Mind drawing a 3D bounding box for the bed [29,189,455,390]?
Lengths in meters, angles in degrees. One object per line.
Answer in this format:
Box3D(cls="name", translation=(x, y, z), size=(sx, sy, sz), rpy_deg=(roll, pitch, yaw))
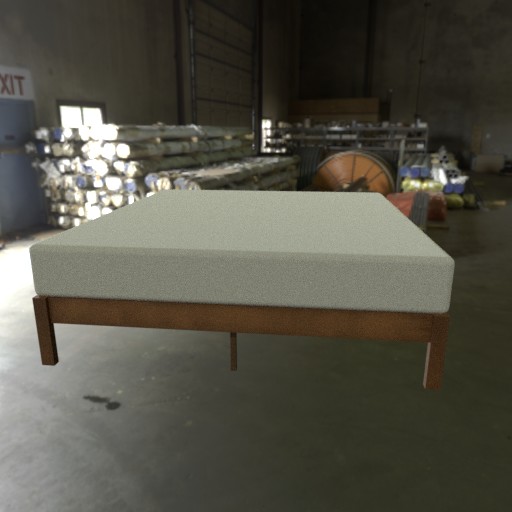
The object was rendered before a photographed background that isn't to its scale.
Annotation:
Box3D(cls="bed", translation=(0.000, 0.000, 3.008), size=(1.930, 0.616, 2.049), rpy_deg=(2, 16, 6))
